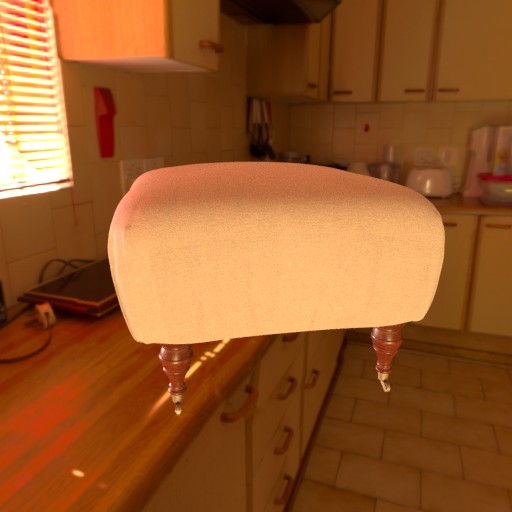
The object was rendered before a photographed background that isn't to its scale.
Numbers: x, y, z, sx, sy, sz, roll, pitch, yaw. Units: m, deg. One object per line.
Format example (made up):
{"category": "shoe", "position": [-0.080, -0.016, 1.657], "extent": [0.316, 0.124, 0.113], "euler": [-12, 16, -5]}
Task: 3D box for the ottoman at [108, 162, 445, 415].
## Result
{"category": "ottoman", "position": [0.000, 0.000, 1.116], "extent": [0.622, 0.450, 0.746], "euler": [-3, 16, -10]}
